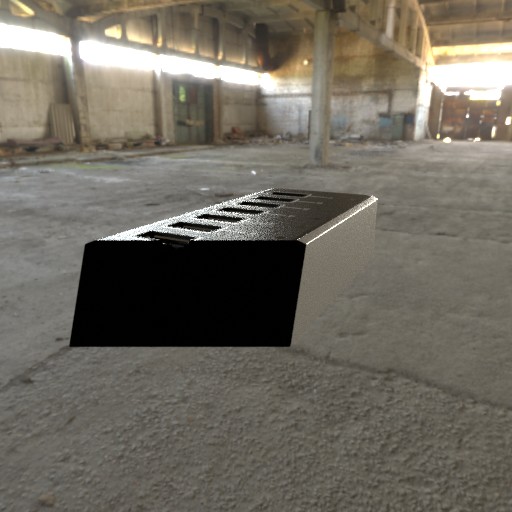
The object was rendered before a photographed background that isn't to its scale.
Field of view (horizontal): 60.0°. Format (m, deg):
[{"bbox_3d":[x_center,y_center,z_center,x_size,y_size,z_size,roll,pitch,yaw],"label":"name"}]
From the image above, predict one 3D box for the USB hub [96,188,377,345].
[{"bbox_3d":[0.000,0.000,0.128,0.044,0.023,0.110,9,19,27],"label":"USB hub"}]
